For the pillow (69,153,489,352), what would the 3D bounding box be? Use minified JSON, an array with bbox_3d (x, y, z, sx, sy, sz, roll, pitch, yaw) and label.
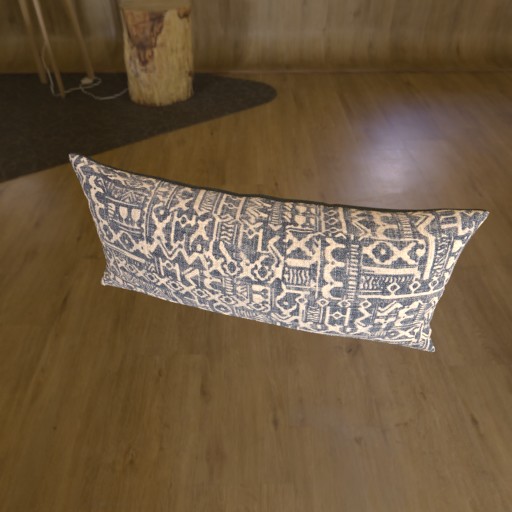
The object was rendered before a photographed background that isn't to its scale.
[{"bbox_3d":[0.000,0.000,0.720,0.631,0.292,0.148,10,43,11],"label":"pillow"}]
